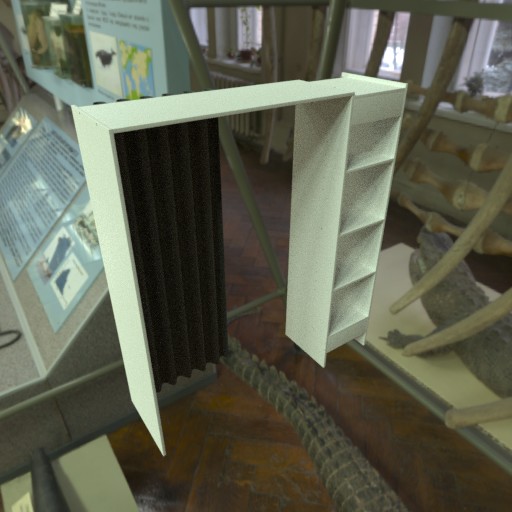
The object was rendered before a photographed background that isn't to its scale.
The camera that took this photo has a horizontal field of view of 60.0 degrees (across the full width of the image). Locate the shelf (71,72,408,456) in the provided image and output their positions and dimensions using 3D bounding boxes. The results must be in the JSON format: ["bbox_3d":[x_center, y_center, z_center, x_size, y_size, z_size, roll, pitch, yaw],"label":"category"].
[{"bbox_3d":[0.000,0.000,2.574,1.600,1.810,0.500,-19,36,-29],"label":"shelf"}]
